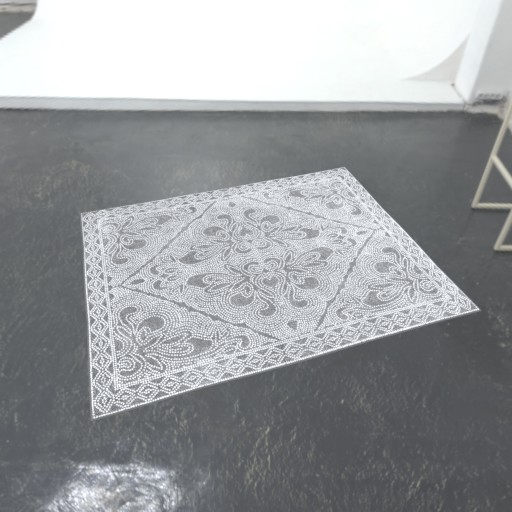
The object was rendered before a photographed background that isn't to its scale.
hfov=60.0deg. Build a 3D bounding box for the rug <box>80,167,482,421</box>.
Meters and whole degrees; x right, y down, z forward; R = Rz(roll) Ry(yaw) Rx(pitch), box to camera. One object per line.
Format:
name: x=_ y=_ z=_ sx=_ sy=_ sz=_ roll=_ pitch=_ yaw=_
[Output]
rug: x=0.000 y=0.000 z=4.071 sx=3.048 sy=0.012 sz=2.438 roll=-12 pitch=42 yaw=-13
